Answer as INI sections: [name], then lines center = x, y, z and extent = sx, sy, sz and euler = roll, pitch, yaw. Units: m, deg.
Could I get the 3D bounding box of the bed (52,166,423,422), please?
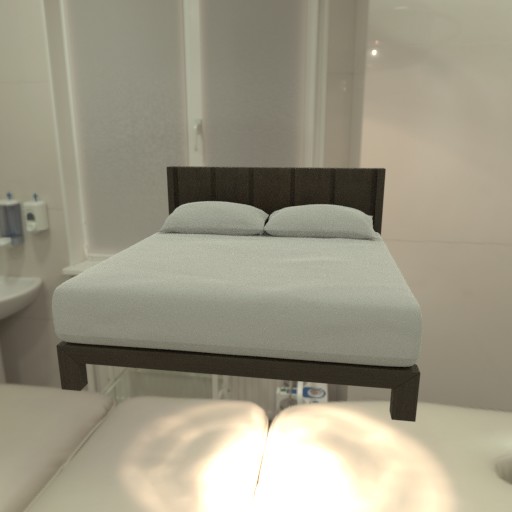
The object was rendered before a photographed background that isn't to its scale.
[bed]
center = 0.000, 0.000, 3.508
extent = 2.143, 1.261, 2.238
euler = 2, 15, 9
